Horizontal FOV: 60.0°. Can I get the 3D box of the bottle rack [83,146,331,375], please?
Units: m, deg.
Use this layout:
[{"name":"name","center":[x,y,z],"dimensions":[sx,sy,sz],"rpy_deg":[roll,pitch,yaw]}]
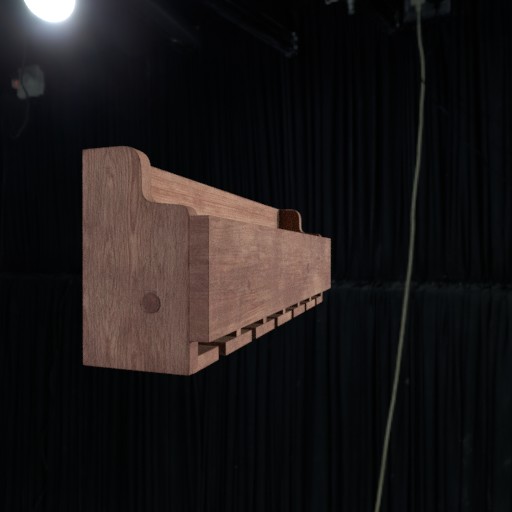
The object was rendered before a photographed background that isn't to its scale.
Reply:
[{"name":"bottle rack","center":[0.000,0.000,0.671],"dimensions":[0.126,0.196,0.608],"rpy_deg":[0,0,19]}]
